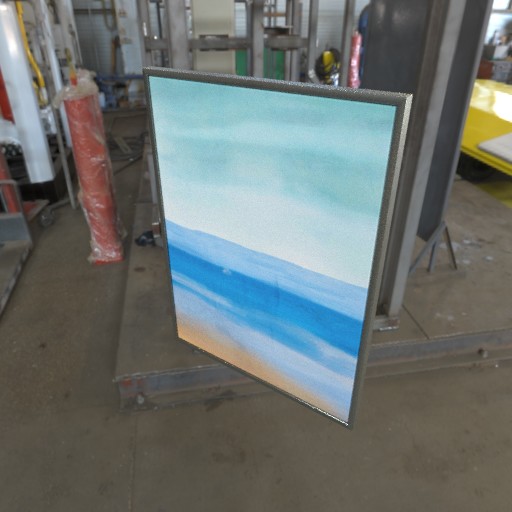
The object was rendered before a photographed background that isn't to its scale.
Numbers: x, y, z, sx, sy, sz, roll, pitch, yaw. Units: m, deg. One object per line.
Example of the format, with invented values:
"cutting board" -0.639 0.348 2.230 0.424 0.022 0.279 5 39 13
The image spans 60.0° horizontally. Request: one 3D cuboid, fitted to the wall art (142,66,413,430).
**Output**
"wall art" 0.000 0.000 1.416 0.803 1.062 0.041 19 35 29
